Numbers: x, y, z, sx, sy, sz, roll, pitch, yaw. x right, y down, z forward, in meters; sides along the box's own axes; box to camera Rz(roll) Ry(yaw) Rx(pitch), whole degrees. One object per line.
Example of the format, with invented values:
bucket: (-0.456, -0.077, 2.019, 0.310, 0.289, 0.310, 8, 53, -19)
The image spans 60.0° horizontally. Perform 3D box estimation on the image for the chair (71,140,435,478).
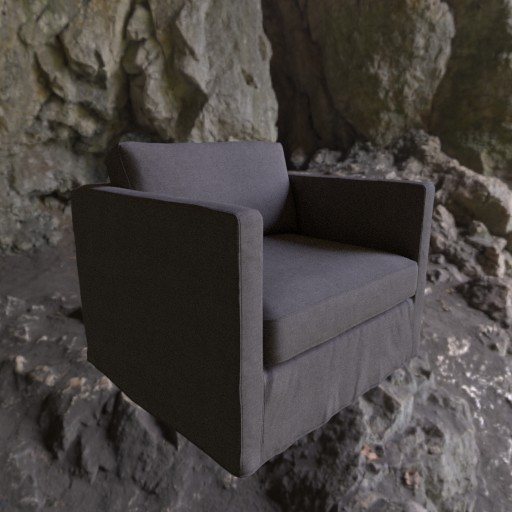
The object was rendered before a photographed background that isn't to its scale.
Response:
chair: (0.000, 0.000, 1.715, 1.057, 0.863, 0.949, -14, 20, -43)
